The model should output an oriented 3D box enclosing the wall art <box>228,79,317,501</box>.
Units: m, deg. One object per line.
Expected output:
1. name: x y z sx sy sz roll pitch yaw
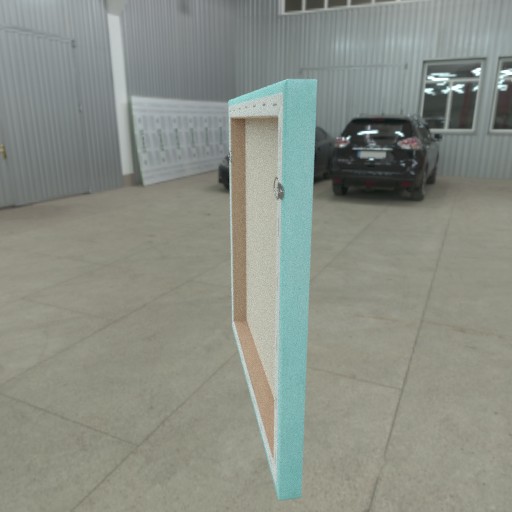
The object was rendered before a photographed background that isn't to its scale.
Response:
1. wall art: 0.000 0.000 1.110 0.054 0.766 0.765 -3 17 -9
